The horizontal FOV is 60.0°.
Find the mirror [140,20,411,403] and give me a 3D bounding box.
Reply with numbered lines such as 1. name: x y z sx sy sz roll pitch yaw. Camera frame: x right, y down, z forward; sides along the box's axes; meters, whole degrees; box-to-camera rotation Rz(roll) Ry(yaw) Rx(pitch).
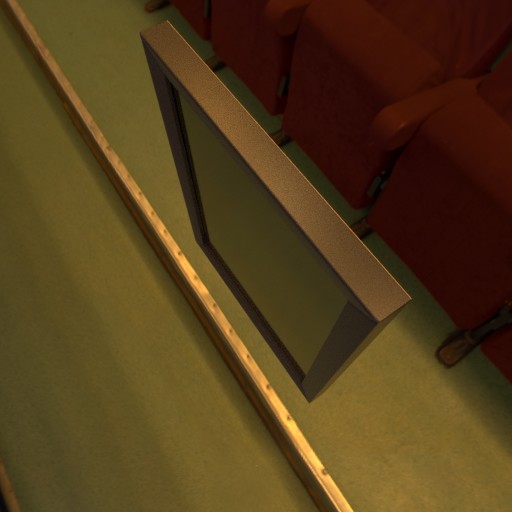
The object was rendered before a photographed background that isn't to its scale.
1. mirror: 0.000 0.000 0.657 0.041 0.508 0.405 -32 69 -14
